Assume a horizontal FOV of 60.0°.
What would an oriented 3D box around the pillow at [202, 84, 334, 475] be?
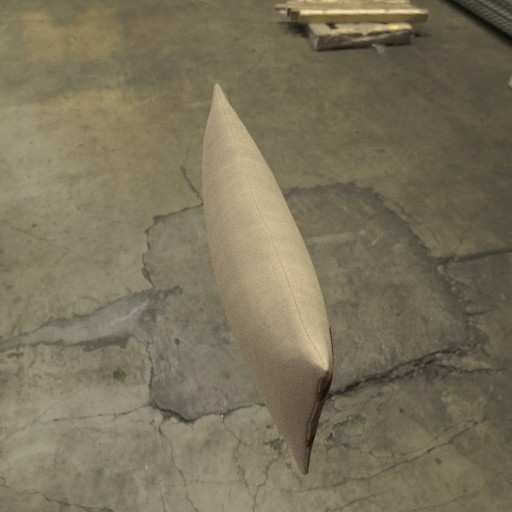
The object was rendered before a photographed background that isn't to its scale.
[{"bbox_3d":[0.000,0.000,0.739,0.148,0.308,0.612,-10,49,-9],"label":"pillow"}]
